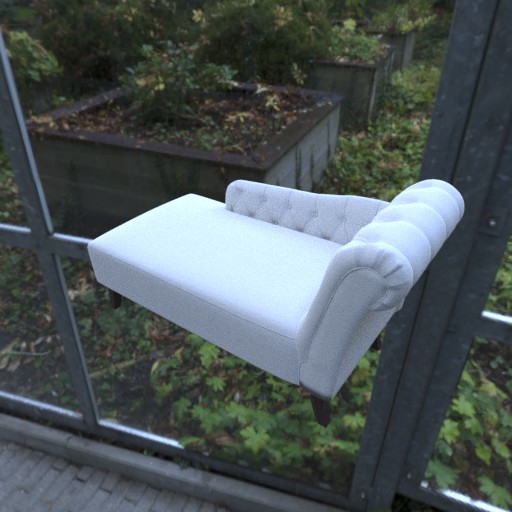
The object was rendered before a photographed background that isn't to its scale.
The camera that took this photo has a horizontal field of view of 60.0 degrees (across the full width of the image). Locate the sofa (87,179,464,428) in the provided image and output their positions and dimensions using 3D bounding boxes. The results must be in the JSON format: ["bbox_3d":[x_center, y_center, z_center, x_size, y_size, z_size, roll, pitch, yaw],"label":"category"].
[{"bbox_3d":[0.000,0.000,1.831,1.379,0.787,0.675,21,38,30],"label":"sofa"}]
